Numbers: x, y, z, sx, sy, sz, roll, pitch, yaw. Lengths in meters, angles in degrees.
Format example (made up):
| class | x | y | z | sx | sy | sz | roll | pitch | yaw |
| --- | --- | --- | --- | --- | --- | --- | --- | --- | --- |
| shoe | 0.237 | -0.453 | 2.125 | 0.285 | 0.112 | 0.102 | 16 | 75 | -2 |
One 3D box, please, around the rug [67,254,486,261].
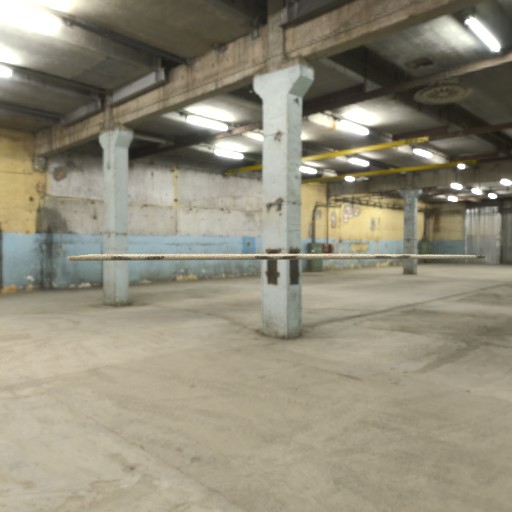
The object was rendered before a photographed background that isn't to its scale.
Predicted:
| class | x | y | z | sx | sy | sz | roll | pitch | yaw |
| --- | --- | --- | --- | --- | --- | --- | --- | --- | --- |
| rug | 0.000 | 0.000 | 4.111 | 3.000 | 0.026 | 2.399 | 0 | 1 | -17 |
